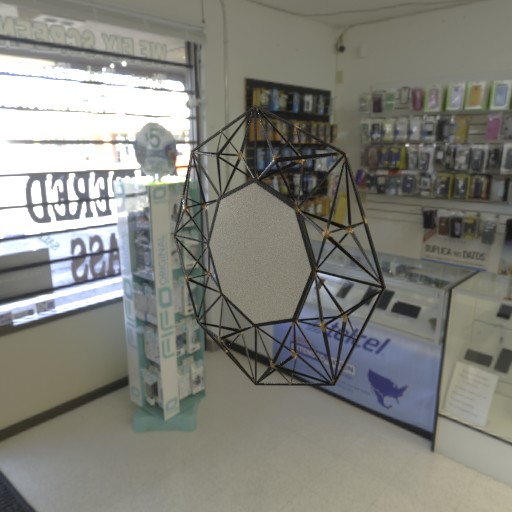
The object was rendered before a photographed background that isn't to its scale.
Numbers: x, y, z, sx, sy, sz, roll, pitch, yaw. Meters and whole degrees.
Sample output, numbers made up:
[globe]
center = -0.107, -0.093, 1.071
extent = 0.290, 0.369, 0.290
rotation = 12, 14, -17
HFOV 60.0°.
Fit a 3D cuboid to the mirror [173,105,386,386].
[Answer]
[mirror]
center = 0.000, 0.000, 1.097
extent = 0.094, 0.710, 0.710
rotation = -13, 19, -43
